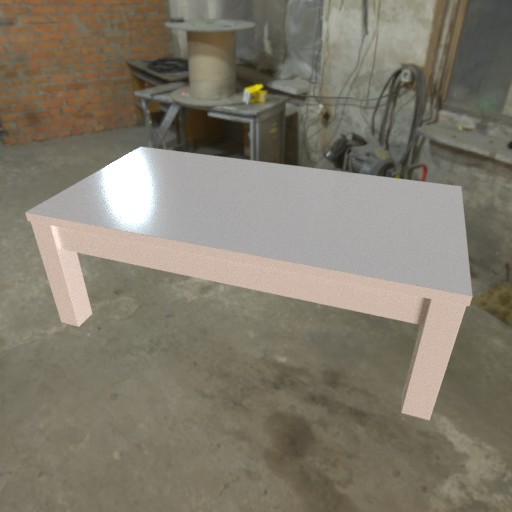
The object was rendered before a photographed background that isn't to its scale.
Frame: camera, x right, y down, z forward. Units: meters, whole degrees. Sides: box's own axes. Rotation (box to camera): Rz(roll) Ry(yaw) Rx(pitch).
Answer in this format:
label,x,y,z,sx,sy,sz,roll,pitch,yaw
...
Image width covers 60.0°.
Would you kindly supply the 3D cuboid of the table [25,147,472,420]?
label,x,y,z,sx,sy,sz,roll,pitch,yaw
table,0.000,0.000,1.659,1.350,0.470,0.700,11,34,16
